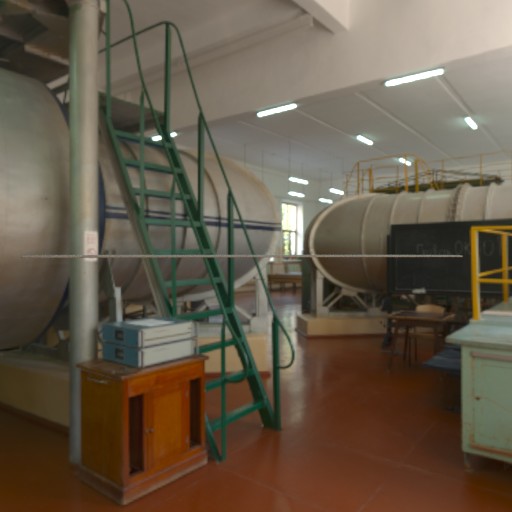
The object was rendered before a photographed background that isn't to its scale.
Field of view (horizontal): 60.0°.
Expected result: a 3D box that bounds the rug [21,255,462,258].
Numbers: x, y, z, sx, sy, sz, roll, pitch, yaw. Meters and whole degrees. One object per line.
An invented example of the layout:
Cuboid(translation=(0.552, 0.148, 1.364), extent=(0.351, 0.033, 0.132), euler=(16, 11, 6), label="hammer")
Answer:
Cuboid(translation=(0.000, 0.000, 2.431), extent=(2.196, 0.011, 0.662), euler=(0, 0, -18), label="rug")
